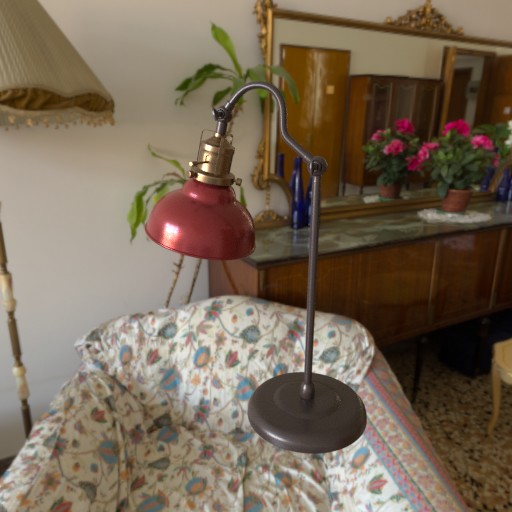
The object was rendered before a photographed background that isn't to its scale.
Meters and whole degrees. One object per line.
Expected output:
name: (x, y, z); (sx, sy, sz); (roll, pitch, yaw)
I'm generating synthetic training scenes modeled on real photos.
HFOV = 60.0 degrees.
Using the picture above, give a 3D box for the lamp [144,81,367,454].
lamp: (0.000, 0.000, 0.689); (0.374, 0.508, 0.192); (8, 18, 24)
